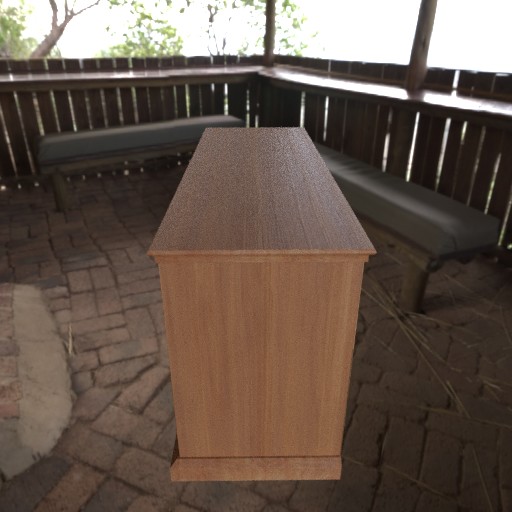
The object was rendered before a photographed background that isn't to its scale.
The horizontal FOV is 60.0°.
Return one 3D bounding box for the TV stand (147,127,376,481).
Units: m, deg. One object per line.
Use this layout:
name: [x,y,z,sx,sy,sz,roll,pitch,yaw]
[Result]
TV stand: [0.000,0.000,1.451,0.417,0.607,1.181,0,27,-1]
